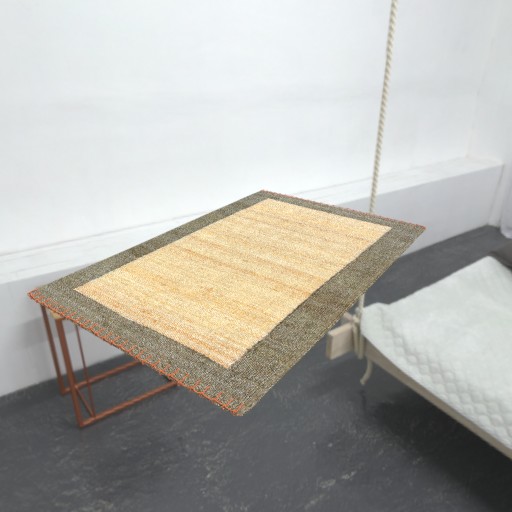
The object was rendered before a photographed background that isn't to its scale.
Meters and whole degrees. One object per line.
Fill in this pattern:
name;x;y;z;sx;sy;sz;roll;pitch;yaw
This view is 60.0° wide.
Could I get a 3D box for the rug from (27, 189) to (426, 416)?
rug;0.000;0.000;2.308;1.220;0.019;1.838;18;32;32
